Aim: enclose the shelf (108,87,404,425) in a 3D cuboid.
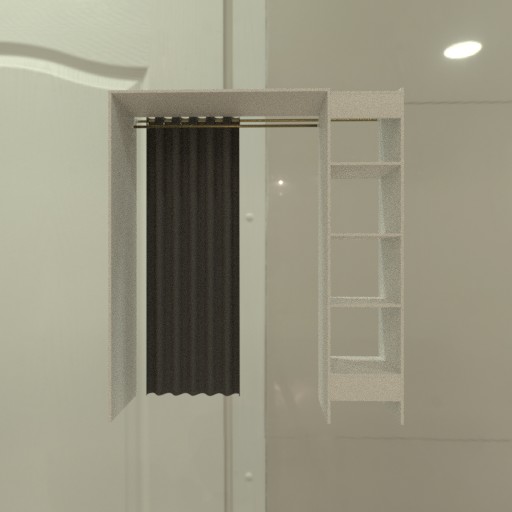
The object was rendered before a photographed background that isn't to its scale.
[{"bbox_3d":[0.000,0.000,2.646,1.600,1.810,0.500,0,0,1],"label":"shelf"}]
